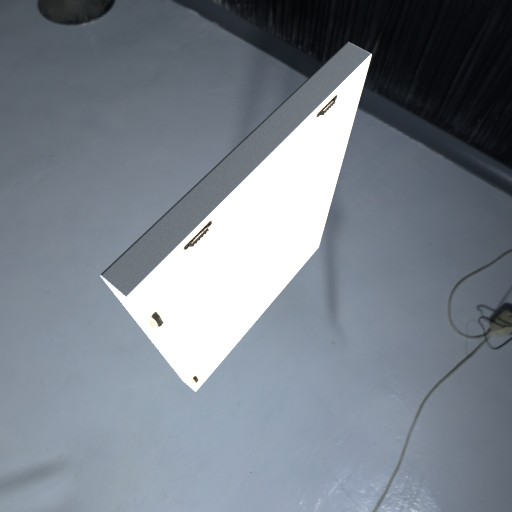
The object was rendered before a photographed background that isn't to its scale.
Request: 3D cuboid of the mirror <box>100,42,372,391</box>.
[{"bbox_3d":[0.000,0.000,0.699,0.041,0.509,0.406,36,69,16],"label":"mirror"}]
